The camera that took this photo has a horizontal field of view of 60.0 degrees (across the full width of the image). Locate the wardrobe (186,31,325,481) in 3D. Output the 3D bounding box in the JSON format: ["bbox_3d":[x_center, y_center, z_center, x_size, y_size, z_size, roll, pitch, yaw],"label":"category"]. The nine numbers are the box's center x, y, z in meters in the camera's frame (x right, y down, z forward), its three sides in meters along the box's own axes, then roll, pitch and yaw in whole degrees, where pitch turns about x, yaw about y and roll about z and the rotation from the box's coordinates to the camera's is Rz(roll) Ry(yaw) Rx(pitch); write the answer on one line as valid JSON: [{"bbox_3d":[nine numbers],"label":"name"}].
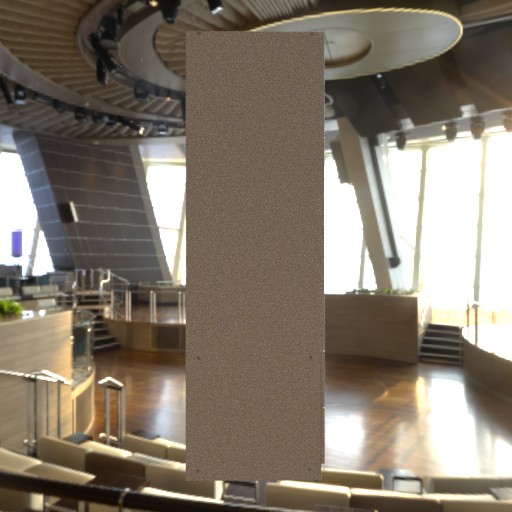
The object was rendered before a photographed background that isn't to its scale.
[{"bbox_3d":[0.000,0.000,2.277,0.577,1.808,0.991,0,0,-1],"label":"wardrobe"}]
